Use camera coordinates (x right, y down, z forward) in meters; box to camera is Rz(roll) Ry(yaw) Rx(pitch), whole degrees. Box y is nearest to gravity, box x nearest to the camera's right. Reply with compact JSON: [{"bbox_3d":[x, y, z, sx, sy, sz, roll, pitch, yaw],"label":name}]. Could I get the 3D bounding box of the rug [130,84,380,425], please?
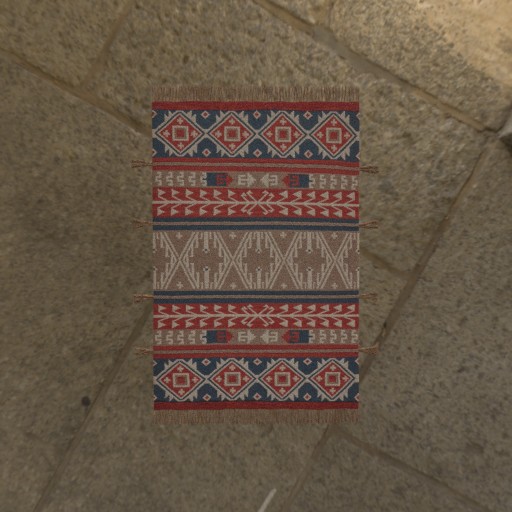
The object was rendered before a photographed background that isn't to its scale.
[{"bbox_3d":[0.000,0.000,3.177,1.778,0.048,2.450,0,91,-1],"label":"rug"}]
